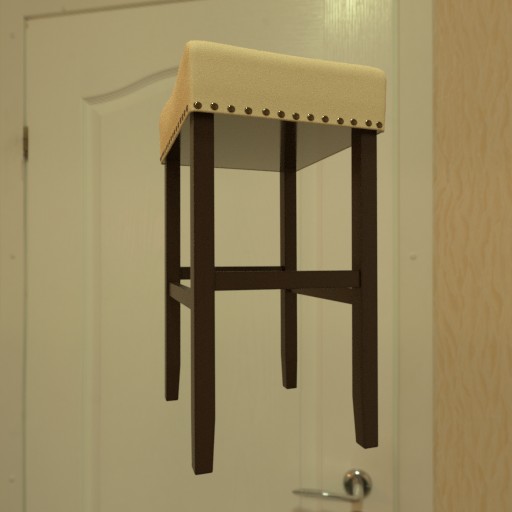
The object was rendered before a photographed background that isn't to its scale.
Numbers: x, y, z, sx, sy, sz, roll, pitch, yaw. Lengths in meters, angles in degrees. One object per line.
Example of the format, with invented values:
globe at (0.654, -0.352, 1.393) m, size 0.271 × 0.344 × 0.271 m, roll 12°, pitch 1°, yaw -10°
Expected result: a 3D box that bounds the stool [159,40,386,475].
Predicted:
stool at (0.000, 0.000, 1.033) m, size 0.401 × 0.762 × 0.471 m, roll 0°, pitch 0°, yaw -18°
